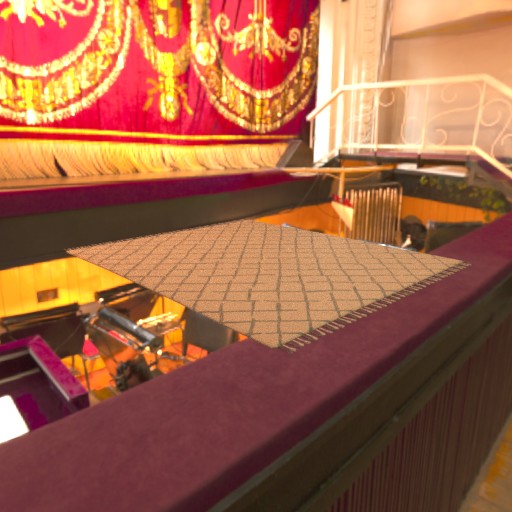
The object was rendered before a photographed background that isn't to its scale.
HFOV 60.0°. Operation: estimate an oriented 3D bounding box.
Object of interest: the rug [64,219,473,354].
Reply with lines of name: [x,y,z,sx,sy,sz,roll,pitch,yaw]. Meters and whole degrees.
rug: [0.000,0.000,4.902,2.892,0.036,3.585,-14,21,-42]
